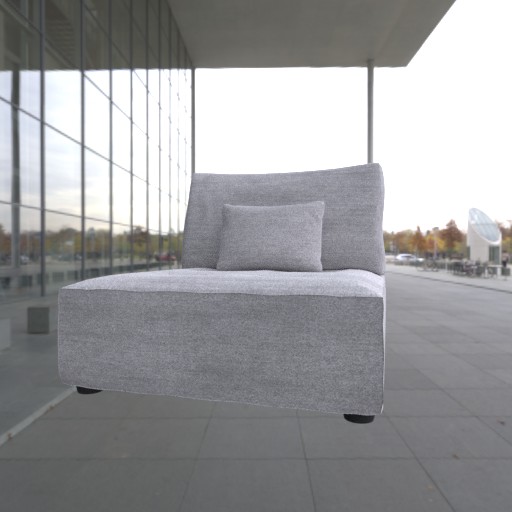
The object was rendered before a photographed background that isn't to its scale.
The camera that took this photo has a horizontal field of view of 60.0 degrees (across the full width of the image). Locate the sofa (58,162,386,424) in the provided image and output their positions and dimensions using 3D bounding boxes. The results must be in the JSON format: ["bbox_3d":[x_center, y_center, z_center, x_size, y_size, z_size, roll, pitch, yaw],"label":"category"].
[{"bbox_3d":[0.000,0.000,1.655,0.930,0.820,1.000,0,0,16],"label":"sofa"}]
